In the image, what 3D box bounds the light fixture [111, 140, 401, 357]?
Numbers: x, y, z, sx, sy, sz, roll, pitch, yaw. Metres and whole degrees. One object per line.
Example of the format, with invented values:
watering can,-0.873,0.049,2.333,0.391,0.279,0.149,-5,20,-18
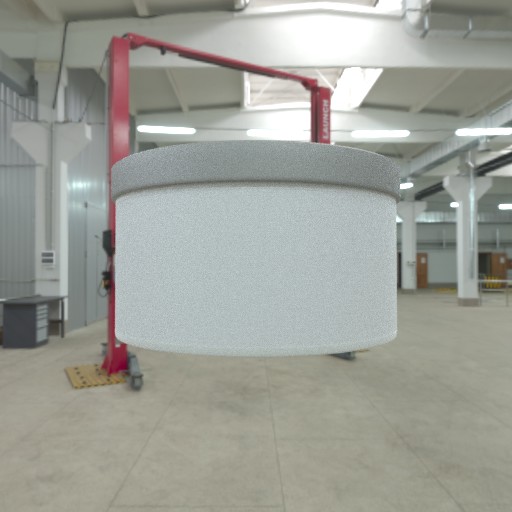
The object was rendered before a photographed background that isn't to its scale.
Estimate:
light fixture,0.000,0.000,0.632,0.393,0.229,0.393,0,-1,0
